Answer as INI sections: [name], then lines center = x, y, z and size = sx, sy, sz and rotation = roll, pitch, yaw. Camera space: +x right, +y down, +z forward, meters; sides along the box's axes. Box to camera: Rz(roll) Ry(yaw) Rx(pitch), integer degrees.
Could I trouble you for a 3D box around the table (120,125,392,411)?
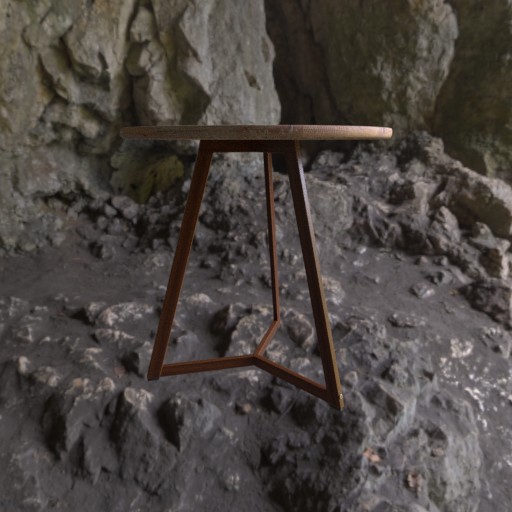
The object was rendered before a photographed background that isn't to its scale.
[table]
center = 0.000, 0.000, 0.910
size = 0.500, 0.500, 0.500
rotation = 0, 15, 0
